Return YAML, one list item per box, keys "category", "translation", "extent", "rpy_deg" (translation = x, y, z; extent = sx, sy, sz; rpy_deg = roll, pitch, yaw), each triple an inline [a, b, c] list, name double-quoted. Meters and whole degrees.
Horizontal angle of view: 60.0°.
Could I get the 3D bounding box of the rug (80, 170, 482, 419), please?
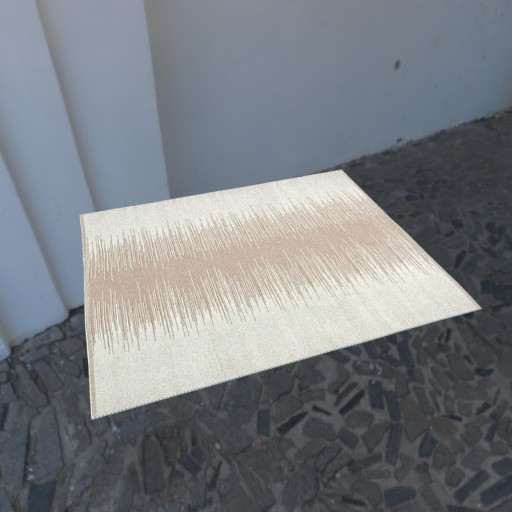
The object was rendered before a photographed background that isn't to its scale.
- category: "rug"
  translation: [0.000, 0.000, 4.091]
  extent: [3.048, 0.013, 2.438]
  rpy_deg: [-12, 41, -14]
